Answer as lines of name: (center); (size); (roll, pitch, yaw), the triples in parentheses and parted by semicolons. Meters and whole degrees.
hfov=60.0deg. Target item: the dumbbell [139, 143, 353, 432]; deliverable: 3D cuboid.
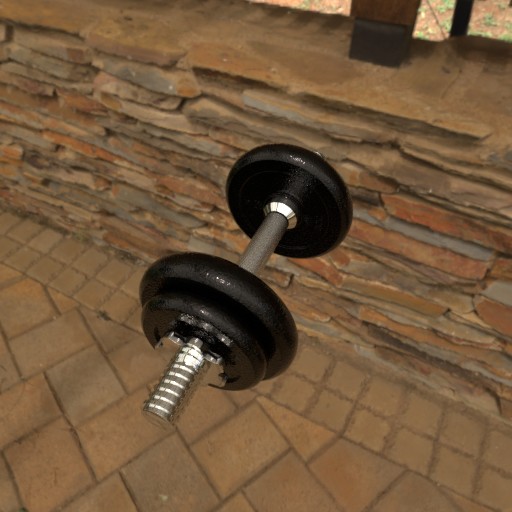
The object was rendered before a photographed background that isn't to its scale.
dumbbell: (0.000, 0.000, 0.598); (0.202, 0.202, 0.497); (17, 48, 16)
